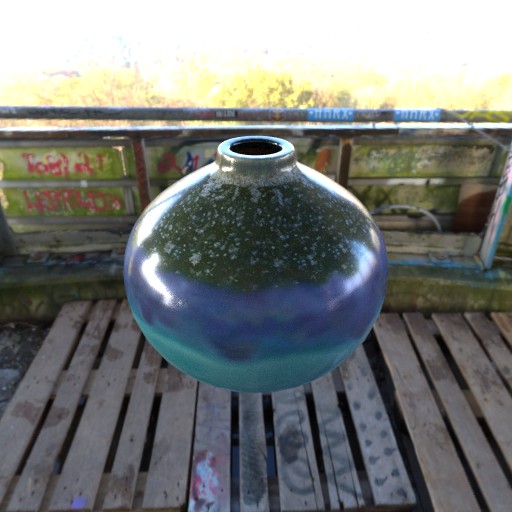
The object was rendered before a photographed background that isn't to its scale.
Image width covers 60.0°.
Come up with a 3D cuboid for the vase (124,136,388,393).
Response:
[{"bbox_3d":[0.000,0.000,0.264,0.154,0.133,0.154,0,31,0],"label":"vase"}]
